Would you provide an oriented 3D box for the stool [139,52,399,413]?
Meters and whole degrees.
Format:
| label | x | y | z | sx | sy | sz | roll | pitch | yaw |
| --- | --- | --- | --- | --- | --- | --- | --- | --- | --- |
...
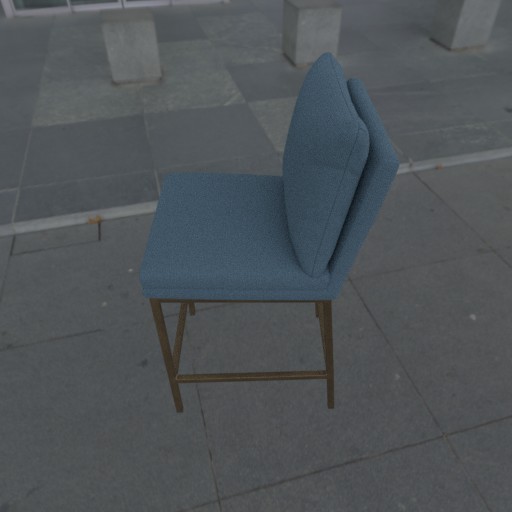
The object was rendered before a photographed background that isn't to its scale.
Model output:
| label | x | y | z | sx | sy | sz | roll | pitch | yaw |
| --- | --- | --- | --- | --- | --- | --- | --- | --- | --- |
| stool | 0.000 | 0.000 | 1.315 | 0.568 | 1.032 | 0.463 | 0 | 43 | 0 |
